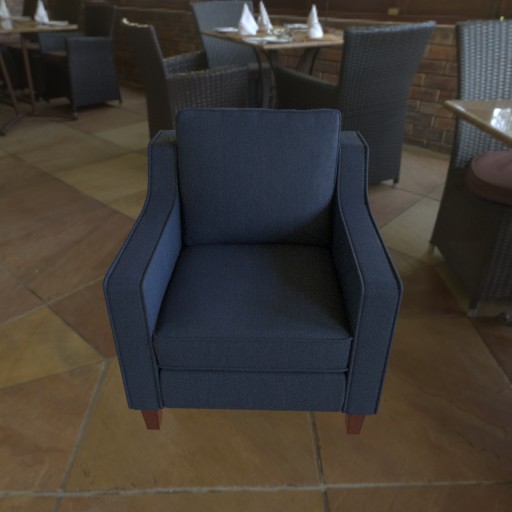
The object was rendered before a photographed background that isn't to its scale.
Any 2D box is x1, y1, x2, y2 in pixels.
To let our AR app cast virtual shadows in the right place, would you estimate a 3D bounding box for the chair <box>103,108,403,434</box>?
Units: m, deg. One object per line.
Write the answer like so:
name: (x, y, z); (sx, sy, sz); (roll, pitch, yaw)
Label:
chair: (0.000, 0.000, 1.661); (0.831, 0.960, 0.909); (1, 32, 1)
